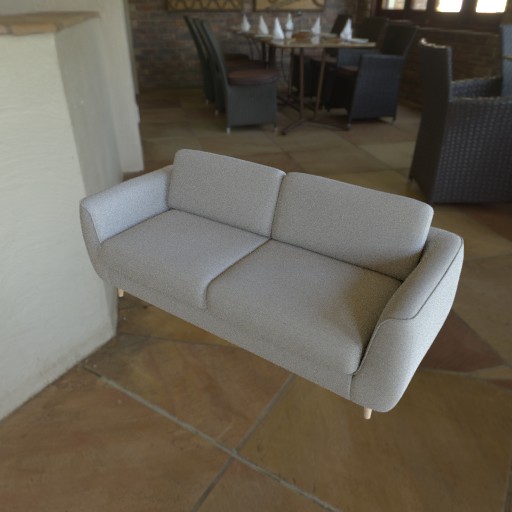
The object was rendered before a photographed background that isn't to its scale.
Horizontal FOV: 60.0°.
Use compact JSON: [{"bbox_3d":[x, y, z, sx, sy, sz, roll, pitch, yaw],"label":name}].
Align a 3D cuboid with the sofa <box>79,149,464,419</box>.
[{"bbox_3d":[0.000,0.000,2.462,2.000,0.850,0.920,19,35,30],"label":"sofa"}]
